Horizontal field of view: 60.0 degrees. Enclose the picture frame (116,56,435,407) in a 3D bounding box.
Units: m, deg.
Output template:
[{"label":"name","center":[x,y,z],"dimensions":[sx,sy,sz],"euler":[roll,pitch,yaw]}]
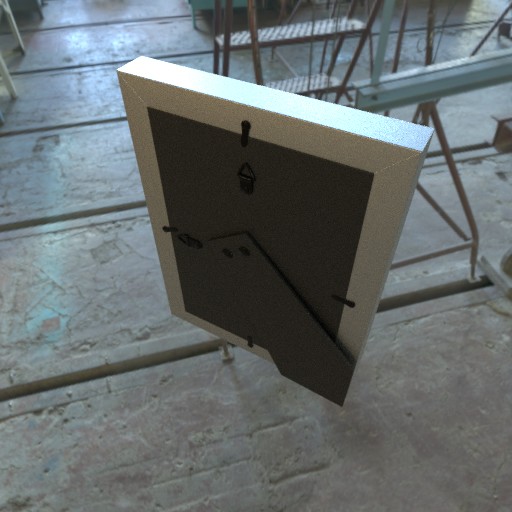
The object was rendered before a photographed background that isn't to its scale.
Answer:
[{"label":"picture frame","center":[0.000,0.000,0.280],"dimensions":[0.157,0.208,0.028],"euler":[22,50,20]}]
